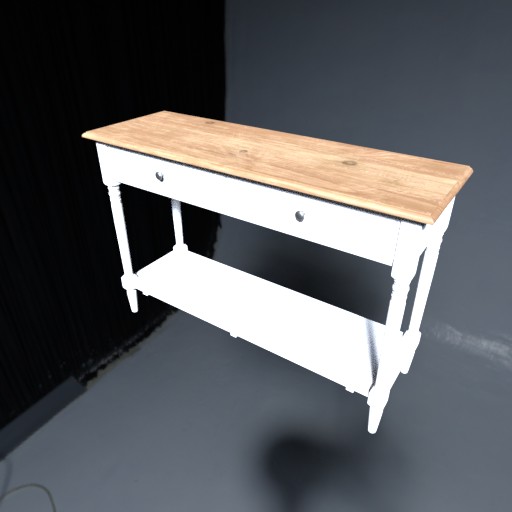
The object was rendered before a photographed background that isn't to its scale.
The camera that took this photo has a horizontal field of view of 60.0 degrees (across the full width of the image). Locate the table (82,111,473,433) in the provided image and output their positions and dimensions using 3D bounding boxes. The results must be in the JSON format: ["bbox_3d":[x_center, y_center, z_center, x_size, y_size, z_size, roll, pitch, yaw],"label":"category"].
[{"bbox_3d":[0.000,0.000,1.609,1.219,0.800,0.399,19,36,29],"label":"table"}]
